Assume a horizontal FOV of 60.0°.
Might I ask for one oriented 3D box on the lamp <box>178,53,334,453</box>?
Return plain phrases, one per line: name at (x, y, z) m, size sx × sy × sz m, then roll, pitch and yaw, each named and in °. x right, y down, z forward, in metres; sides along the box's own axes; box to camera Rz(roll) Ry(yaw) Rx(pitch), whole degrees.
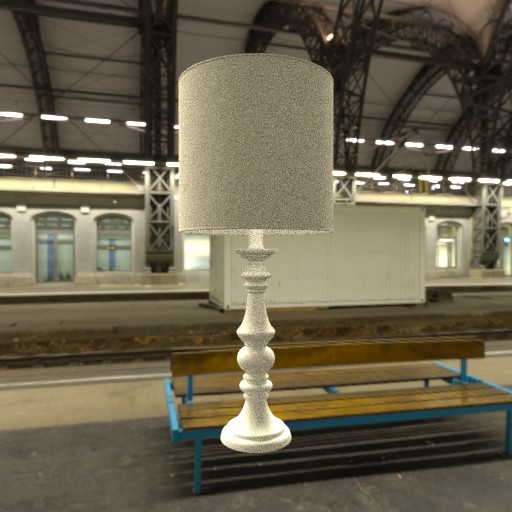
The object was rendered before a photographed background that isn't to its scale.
lamp at (0.000, 0.000, 0.728) m, size 0.250 × 0.597 × 0.250 m, roll 0°, pitch 1°, yaw -36°
